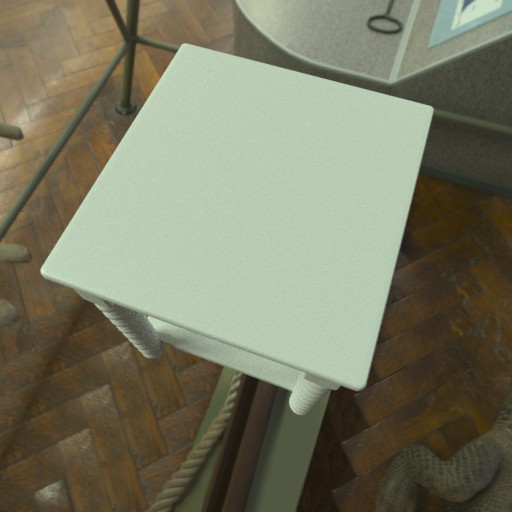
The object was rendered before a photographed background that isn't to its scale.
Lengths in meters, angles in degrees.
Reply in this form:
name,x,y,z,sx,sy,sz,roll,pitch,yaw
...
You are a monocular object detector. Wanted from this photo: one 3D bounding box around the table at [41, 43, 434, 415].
name,x,y,z,sx,sy,sz,roll,pitch,yaw
table,0.000,0.000,0.983,0.500,0.563,0.533,18,65,9
